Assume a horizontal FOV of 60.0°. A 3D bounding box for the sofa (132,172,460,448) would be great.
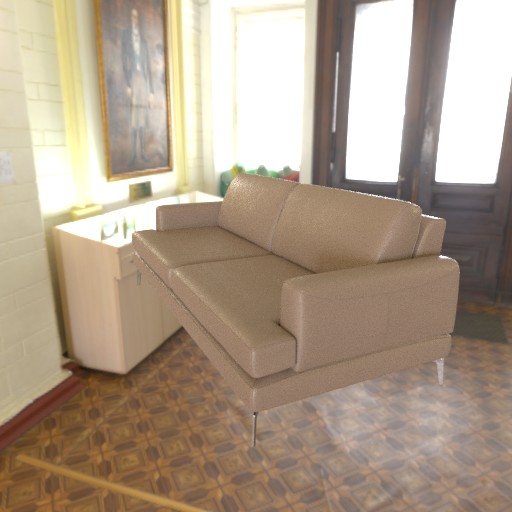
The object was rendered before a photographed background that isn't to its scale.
[{"bbox_3d":[0.000,0.000,2.395,0.974,0.765,1.940,-7,17,-25],"label":"sofa"}]
